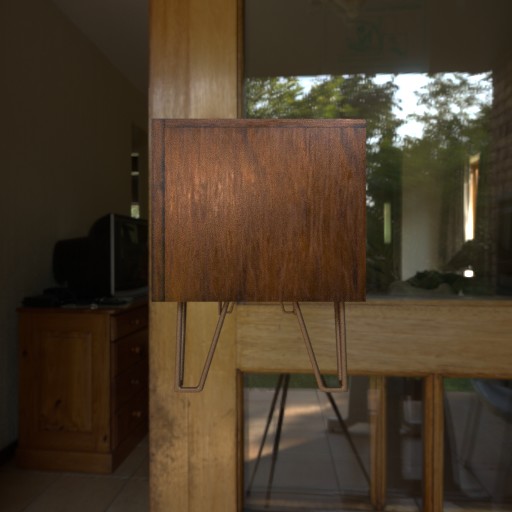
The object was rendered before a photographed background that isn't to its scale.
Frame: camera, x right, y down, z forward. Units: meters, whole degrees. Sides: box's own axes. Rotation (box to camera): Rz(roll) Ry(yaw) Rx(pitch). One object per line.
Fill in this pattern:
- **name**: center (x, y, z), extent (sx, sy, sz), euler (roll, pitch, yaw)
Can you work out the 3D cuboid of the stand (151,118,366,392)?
- **stand**: center (0.000, 0.000, 1.653), extent (0.481, 0.610, 1.372), euler (0, 1, 0)
